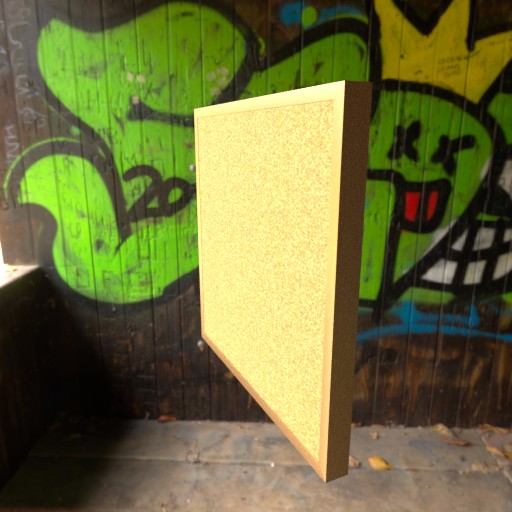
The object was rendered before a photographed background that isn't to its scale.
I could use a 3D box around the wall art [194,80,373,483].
[{"bbox_3d":[0.000,0.000,0.763,0.037,0.509,0.510,-7,16,-25],"label":"wall art"}]
